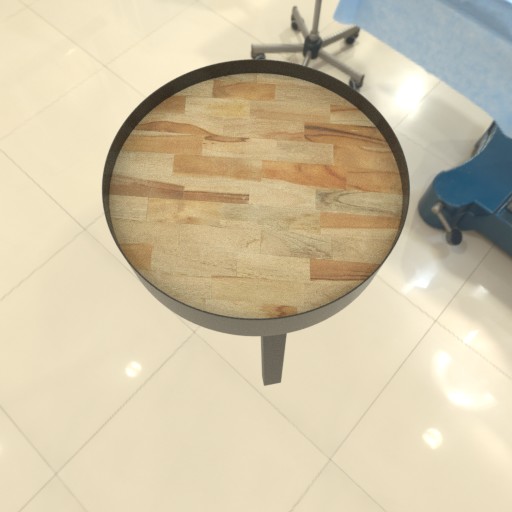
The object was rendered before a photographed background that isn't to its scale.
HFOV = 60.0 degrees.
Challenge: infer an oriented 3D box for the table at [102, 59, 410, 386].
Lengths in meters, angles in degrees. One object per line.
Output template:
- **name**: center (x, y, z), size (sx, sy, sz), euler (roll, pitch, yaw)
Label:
- **table**: center (0.000, 0.000, 0.846), size (0.406, 0.559, 0.406), euler (0, 66, 0)
